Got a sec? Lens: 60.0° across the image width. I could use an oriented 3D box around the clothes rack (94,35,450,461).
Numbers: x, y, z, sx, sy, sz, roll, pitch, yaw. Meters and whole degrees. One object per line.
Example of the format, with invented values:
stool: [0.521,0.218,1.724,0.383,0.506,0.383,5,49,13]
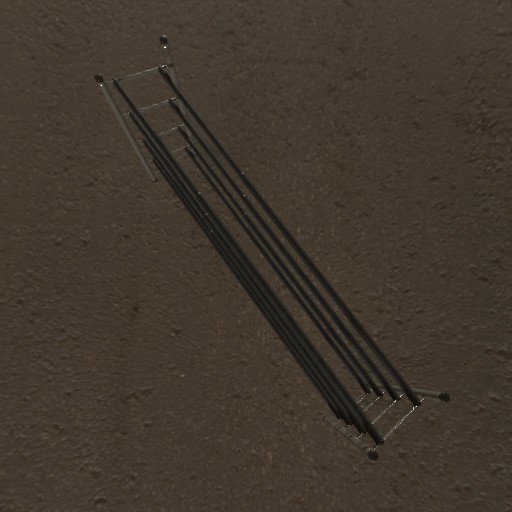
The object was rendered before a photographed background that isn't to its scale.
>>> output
clothes rack: [0.000,0.000,1.399,0.229,0.672,1.168,-35,79,-8]
